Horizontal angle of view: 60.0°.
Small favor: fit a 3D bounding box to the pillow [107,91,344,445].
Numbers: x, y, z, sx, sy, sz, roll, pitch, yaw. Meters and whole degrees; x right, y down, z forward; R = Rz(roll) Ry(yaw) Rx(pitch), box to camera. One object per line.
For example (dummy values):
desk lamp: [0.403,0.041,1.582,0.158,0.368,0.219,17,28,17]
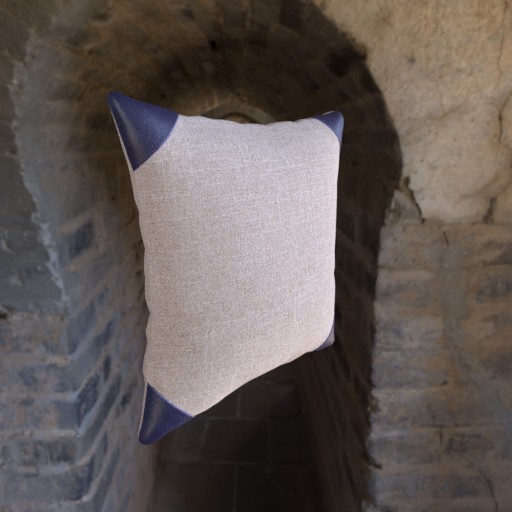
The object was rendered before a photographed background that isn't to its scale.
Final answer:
pillow: [0.000,0.000,0.673,0.147,0.441,0.440,13,20,41]
